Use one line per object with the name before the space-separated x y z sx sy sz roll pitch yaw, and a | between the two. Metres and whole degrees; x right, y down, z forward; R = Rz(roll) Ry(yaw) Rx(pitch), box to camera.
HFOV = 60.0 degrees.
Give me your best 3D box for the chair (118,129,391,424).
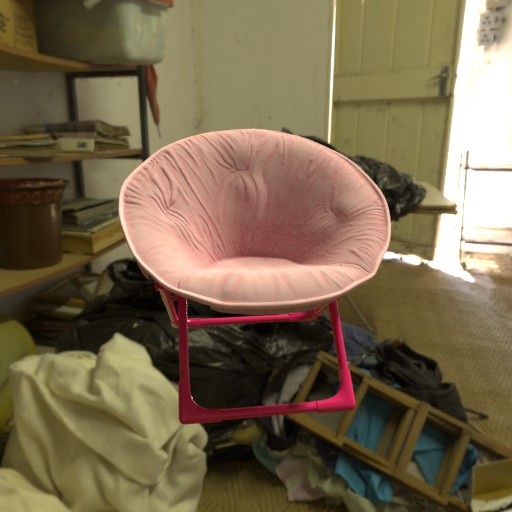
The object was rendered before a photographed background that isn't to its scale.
chair | 0.000 0.000 0.895 0.522 0.494 0.459 -2 16 -7
